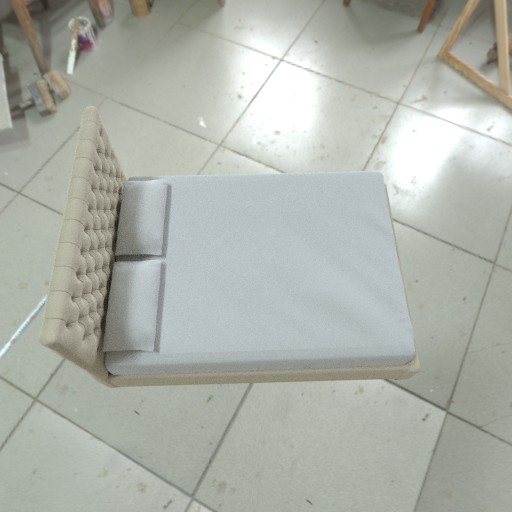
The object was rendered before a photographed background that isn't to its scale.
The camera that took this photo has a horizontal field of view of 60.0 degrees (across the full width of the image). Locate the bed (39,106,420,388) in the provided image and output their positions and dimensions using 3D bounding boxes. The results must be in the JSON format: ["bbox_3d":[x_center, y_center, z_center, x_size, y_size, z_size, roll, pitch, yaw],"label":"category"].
[{"bbox_3d":[0.000,0.000,3.343,2.387,1.427,1.698,-1,64,-1],"label":"bed"}]
